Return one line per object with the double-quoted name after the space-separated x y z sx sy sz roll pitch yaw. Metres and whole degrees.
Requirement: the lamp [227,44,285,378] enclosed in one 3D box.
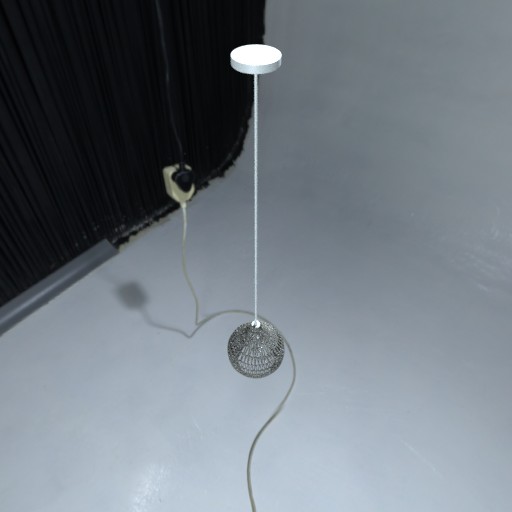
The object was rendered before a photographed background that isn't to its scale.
0.000 0.000 2.153 0.355 1.919 0.355 32 54 27 "lamp"
